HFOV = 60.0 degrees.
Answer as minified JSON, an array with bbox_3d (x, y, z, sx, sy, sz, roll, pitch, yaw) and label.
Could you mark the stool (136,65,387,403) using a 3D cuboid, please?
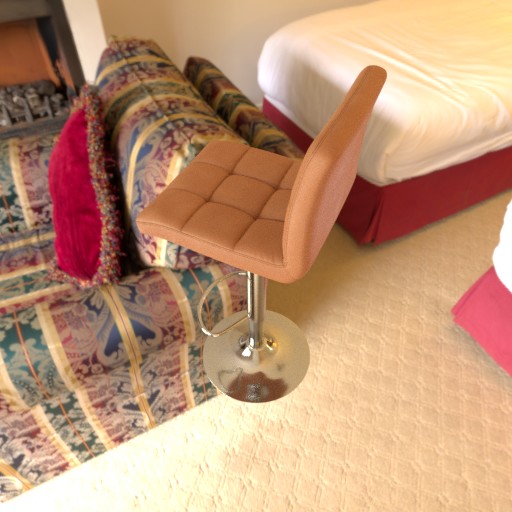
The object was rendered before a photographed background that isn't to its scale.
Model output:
[{"bbox_3d":[0.000,0.000,1.360,0.505,1.115,0.430,18,49,17],"label":"stool"}]
